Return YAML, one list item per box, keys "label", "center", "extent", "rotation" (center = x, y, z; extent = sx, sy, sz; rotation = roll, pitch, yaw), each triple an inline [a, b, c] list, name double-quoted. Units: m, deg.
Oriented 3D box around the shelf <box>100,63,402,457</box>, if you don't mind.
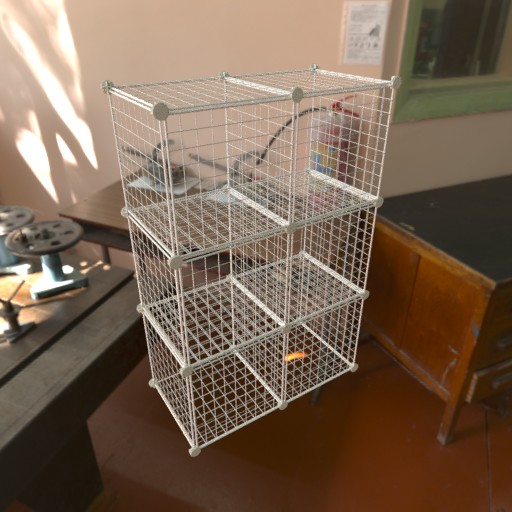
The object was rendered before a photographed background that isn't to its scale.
- label: "shelf"
  center: [0.000, 0.000, 1.420]
  extent: [0.711, 1.067, 0.356]
  rotation: [-18, 34, -28]
